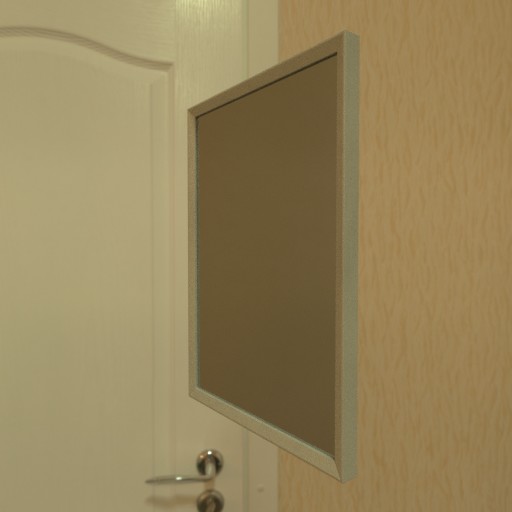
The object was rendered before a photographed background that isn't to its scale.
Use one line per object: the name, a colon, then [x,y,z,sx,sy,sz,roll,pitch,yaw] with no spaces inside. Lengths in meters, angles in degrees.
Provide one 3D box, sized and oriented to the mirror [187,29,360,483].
mirror: [0.000,0.000,0.906,0.039,0.710,0.507,-1,2,-37]
